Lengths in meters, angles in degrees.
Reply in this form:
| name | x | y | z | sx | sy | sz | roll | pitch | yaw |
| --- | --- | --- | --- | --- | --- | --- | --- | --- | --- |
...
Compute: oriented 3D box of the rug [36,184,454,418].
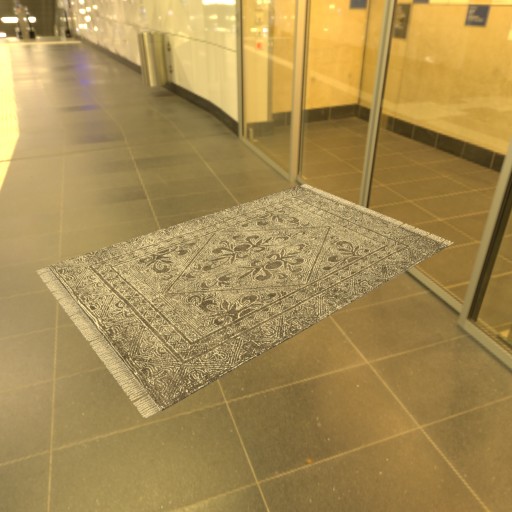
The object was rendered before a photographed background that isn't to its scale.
| name | x | y | z | sx | sy | sz | roll | pitch | yaw |
| --- | --- | --- | --- | --- | --- | --- | --- | --- | --- |
| rug | 0.000 | 0.000 | 3.021 | 2.440 | 0.010 | 1.529 | -22 | 37 | -33 |
